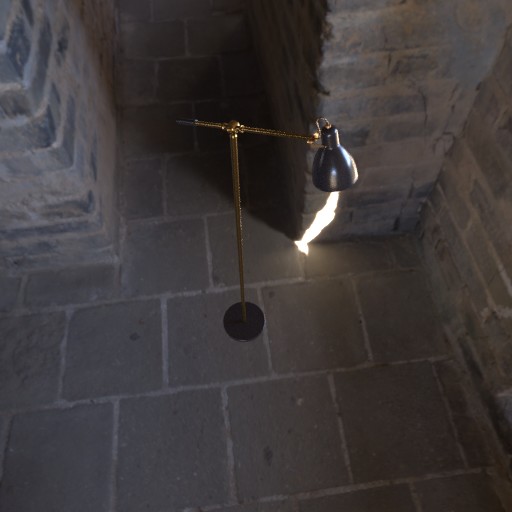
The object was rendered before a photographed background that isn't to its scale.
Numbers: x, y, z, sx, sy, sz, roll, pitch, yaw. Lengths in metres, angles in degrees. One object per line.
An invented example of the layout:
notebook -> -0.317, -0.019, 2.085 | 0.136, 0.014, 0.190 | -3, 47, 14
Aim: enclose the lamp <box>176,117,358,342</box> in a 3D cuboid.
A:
lamp -> 0.000, 0.000, 1.785 | 0.618, 1.628, 0.235 | 32, 64, 18
